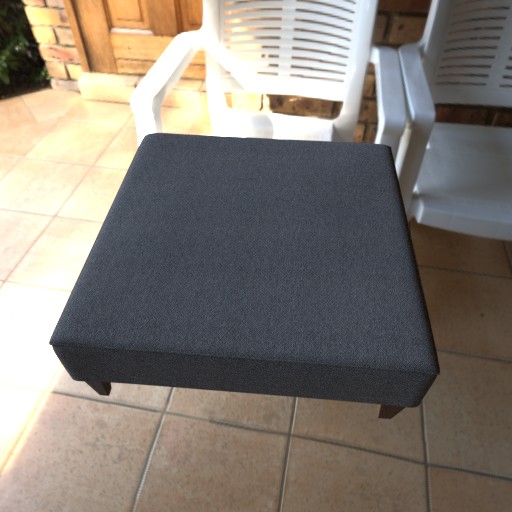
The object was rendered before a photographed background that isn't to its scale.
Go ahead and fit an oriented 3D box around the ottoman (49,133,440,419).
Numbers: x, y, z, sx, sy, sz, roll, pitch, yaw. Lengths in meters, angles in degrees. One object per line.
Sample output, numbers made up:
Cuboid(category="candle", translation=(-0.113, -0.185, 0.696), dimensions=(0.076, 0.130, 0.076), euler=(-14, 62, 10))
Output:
Cuboid(category="ottoman", translation=(0.000, 0.000, 1.509), dimensions=(0.970, 0.378, 0.981), euler=(4, 47, 3))
